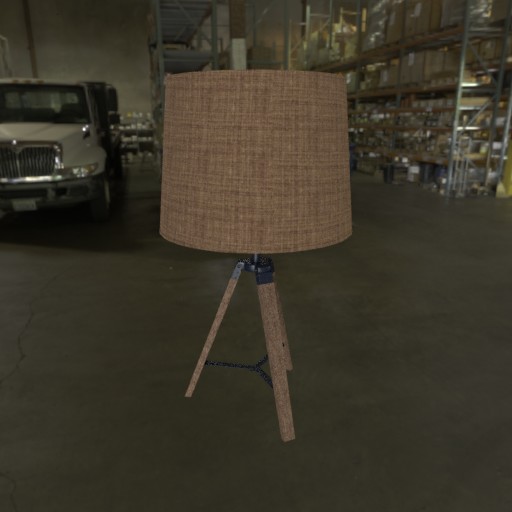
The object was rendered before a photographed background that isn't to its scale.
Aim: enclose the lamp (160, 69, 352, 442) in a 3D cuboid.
[{"bbox_3d":[0.000,0.000,0.693,0.290,0.514,0.290,0,17,0],"label":"lamp"}]
